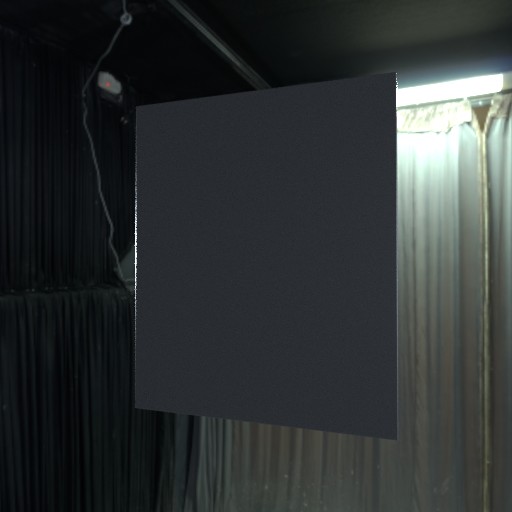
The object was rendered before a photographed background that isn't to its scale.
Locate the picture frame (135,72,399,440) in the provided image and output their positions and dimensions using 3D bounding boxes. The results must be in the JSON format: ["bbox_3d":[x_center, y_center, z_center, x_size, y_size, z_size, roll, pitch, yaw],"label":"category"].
[{"bbox_3d":[0.000,0.000,0.756,0.460,0.556,0.028,0,-1,19],"label":"picture frame"}]
